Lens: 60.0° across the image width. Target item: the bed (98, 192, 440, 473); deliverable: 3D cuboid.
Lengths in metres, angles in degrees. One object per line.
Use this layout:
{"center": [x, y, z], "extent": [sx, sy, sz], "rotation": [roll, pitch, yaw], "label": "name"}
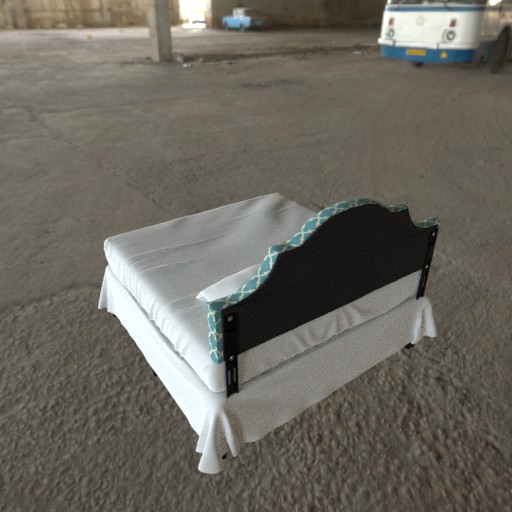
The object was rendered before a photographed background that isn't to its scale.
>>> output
{"center": [0.000, 0.000, 3.720], "extent": [2.314, 1.601, 2.222], "rotation": [-19, 35, -30], "label": "bed"}
